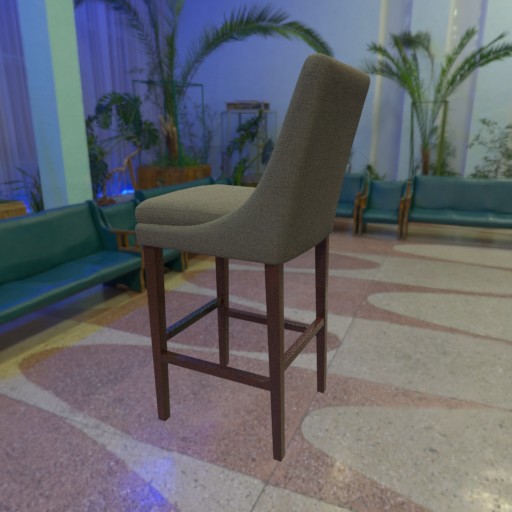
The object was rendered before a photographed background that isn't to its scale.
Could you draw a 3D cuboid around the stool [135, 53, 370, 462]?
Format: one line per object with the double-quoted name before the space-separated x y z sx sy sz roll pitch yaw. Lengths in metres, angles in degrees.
"stool" 0.000 0.000 1.380 0.577 1.078 0.470 8 18 26
